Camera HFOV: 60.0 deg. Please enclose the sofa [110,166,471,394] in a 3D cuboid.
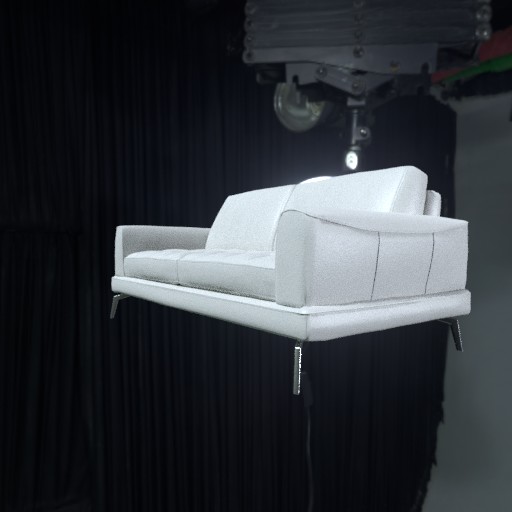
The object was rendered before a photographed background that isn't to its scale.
[{"bbox_3d":[0.000,0.000,2.685,1.121,0.930,2.177,-1,2,-35],"label":"sofa"}]
